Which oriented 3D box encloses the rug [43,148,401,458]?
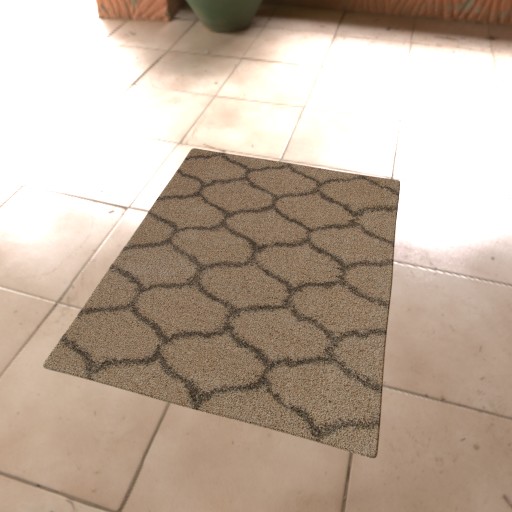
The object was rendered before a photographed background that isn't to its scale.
[{"bbox_3d":[0.000,0.000,3.987,2.399,0.026,3.000,11,47,11],"label":"rug"}]
